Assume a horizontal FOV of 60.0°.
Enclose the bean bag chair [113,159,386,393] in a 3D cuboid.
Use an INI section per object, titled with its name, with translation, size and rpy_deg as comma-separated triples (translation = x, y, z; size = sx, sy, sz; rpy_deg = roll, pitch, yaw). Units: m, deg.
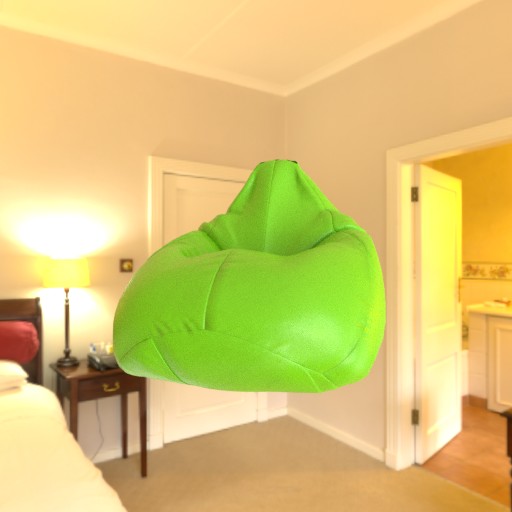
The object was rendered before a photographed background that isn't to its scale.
[bean bag chair]
translation = 0.000, 0.000, 1.905
size = 1.070, 0.990, 1.070
rpy_deg = 0, 0, 17
